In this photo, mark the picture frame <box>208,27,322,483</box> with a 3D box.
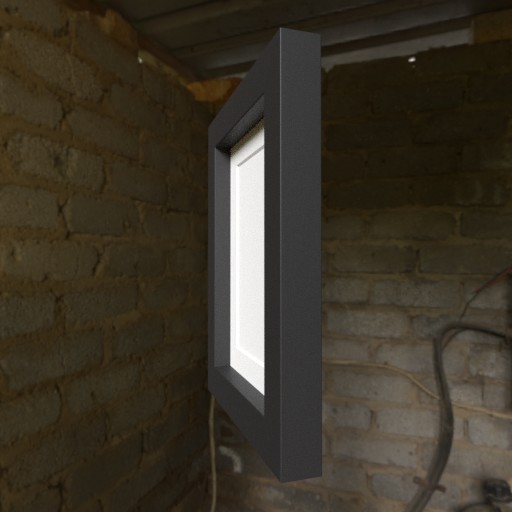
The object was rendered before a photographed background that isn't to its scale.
[{"bbox_3d":[0.000,0.000,0.281,0.028,0.208,0.157,0,-1,-18],"label":"picture frame"}]
